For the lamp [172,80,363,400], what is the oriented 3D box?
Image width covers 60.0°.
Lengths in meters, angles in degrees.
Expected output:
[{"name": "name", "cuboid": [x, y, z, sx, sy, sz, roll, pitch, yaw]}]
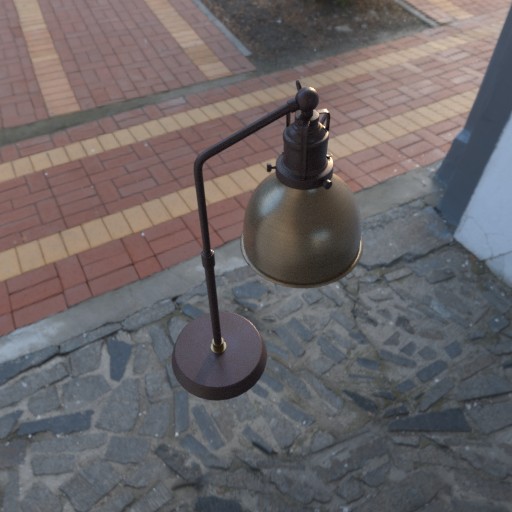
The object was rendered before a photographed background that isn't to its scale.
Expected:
[{"name": "lamp", "cuboid": [0.000, 0.000, 0.612, 0.298, 0.469, 0.175, -9, 48, -9]}]
